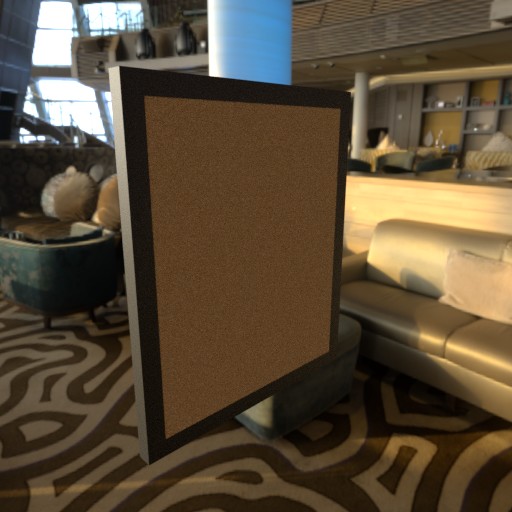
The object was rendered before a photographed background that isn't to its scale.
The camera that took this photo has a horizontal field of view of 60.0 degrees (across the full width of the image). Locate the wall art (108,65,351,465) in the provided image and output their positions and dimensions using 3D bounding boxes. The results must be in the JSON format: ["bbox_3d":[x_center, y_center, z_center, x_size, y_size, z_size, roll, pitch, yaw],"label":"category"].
[{"bbox_3d":[0.000,0.000,0.694,0.432,0.508,0.025,-14,21,-42],"label":"wall art"}]
